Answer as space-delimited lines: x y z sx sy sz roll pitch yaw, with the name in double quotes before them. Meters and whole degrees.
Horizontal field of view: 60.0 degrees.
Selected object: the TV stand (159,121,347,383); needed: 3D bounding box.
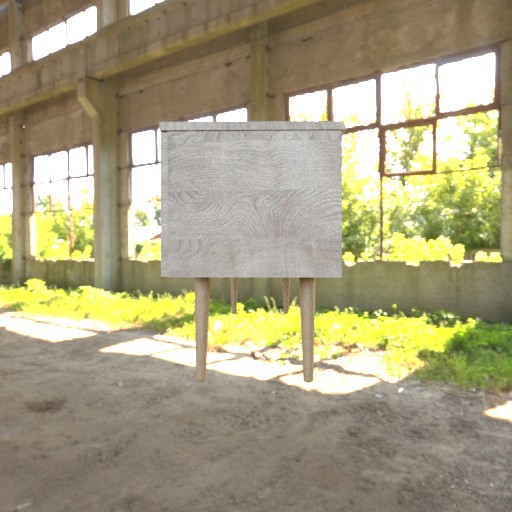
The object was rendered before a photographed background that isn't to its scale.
"TV stand" 0.000 0.000 1.559 0.401 0.565 1.313 0 1 1
